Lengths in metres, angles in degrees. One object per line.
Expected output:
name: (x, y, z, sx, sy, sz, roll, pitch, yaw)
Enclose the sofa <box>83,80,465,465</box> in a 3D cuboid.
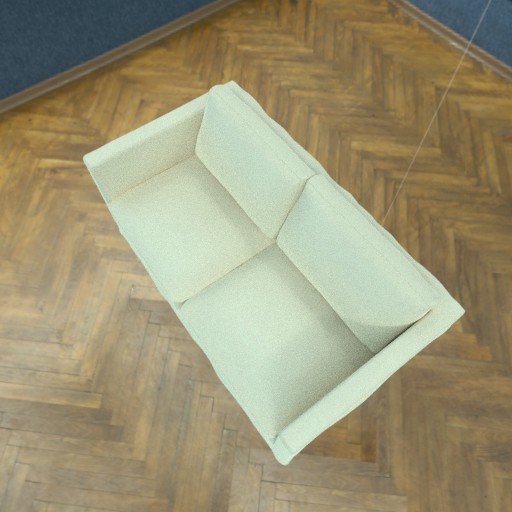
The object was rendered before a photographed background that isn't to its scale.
sofa: (0.000, 0.000, 2.300, 0.962, 0.834, 1.746, -33, 67, -16)
